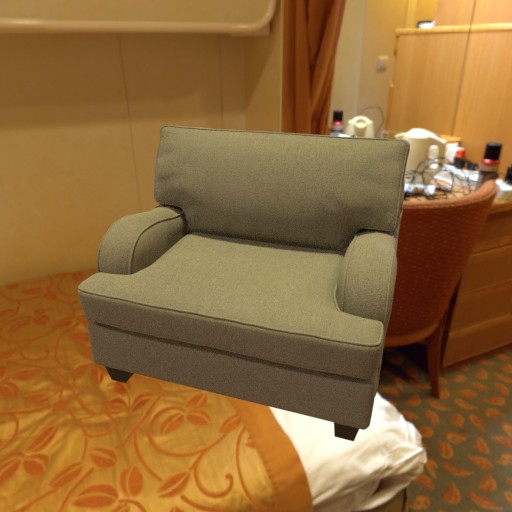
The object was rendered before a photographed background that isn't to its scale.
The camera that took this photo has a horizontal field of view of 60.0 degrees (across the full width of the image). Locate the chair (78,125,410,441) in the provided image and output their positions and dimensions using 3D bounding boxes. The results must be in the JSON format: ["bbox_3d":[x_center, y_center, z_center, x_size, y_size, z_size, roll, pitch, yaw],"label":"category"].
[{"bbox_3d":[0.000,0.000,2.015,1.220,1.016,1.041,8,27,17],"label":"chair"}]
